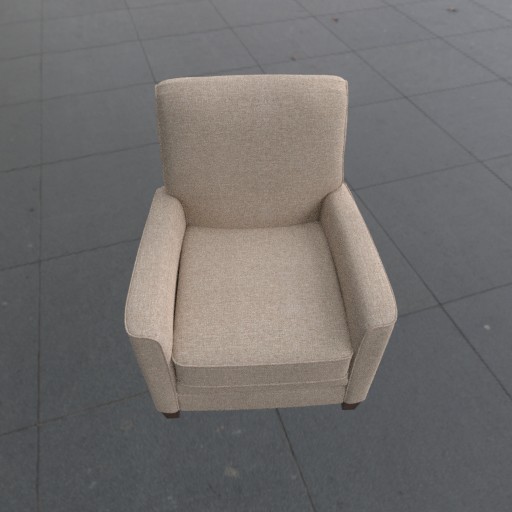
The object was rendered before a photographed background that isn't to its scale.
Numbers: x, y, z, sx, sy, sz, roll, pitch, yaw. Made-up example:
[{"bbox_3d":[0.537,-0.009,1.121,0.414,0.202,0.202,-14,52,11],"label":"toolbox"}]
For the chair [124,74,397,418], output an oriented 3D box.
[{"bbox_3d":[0.000,0.000,1.638,0.841,1.028,0.858,-2,47,-2],"label":"chair"}]
